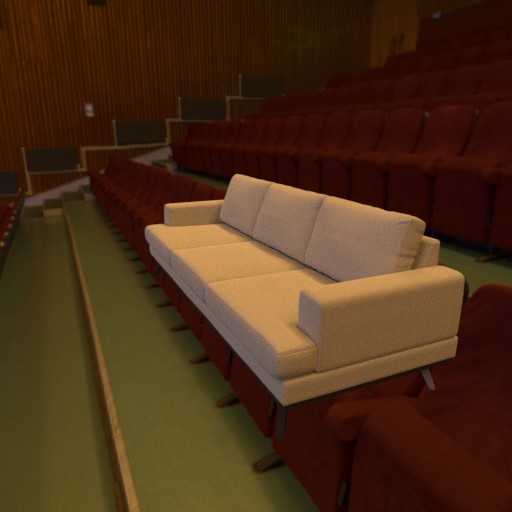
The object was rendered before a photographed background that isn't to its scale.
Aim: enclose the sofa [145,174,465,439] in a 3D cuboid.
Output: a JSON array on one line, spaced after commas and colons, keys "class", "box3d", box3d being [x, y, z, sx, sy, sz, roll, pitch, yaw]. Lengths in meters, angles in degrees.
[{"class": "sofa", "box3d": [0.000, 0.000, 2.745, 0.920, 0.810, 2.310, -7, 18, -24]}]
